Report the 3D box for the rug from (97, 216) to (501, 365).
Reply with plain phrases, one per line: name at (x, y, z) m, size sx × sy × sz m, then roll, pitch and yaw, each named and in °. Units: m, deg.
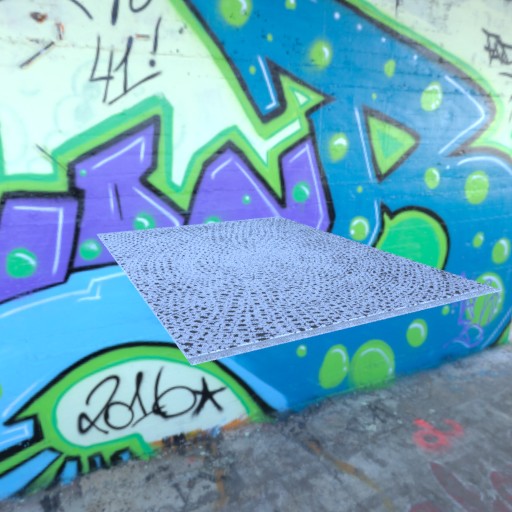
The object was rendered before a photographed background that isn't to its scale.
rug at (0.000, 0.000, 2.063) m, size 1.190 × 0.003 × 1.634 m, roll -8°, pitch 18°, yaw -26°
